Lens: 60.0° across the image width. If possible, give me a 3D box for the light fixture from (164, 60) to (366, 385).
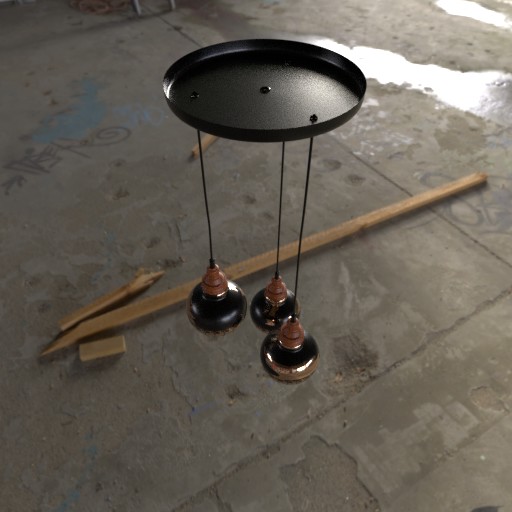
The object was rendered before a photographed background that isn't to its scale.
[{"bbox_3d":[0.000,0.000,1.727,0.605,1.410,0.608,-9,47,-9],"label":"light fixture"}]
